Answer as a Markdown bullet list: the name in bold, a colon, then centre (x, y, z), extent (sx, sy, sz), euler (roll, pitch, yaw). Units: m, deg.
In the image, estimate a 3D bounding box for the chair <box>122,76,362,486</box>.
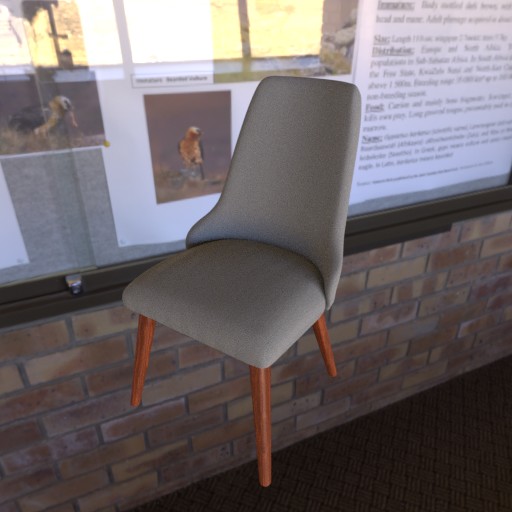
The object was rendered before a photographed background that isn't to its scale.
- **chair**: centre (0.000, 0.000, 1.324), extent (0.535, 0.918, 0.707), euler (18, 35, 29)
